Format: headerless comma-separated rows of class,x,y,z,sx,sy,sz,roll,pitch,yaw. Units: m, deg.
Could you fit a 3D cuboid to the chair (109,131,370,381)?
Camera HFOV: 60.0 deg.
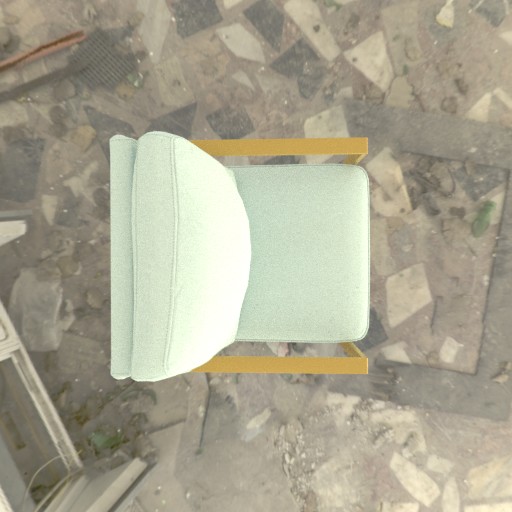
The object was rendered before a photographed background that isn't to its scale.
chair,0.000,0.000,1.531,0.813,0.956,0.758,0,90,1
